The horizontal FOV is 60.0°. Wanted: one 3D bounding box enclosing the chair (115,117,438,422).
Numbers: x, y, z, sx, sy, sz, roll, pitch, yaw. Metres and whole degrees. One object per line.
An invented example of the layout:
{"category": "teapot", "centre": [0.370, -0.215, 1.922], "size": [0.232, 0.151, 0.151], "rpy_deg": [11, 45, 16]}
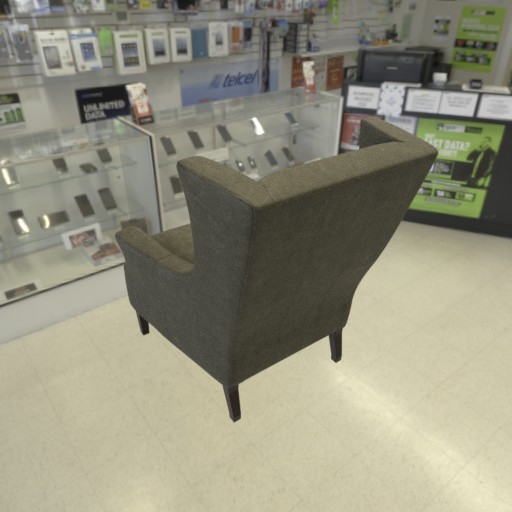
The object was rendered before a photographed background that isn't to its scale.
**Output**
{"category": "chair", "centre": [0.000, 0.000, 1.697], "size": [0.853, 1.016, 0.926], "rpy_deg": [-21, 37, -30]}
